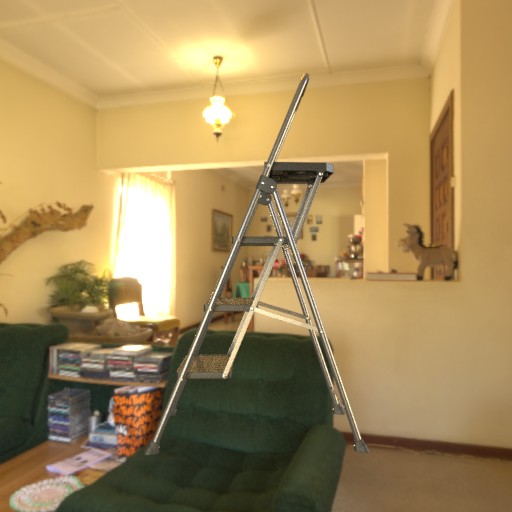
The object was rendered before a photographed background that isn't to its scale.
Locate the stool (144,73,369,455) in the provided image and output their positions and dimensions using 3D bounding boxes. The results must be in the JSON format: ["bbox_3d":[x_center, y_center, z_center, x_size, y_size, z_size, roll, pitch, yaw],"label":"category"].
[{"bbox_3d":[0.000,0.000,1.626,0.733,1.277,0.396,0,-1,-1],"label":"stool"}]
